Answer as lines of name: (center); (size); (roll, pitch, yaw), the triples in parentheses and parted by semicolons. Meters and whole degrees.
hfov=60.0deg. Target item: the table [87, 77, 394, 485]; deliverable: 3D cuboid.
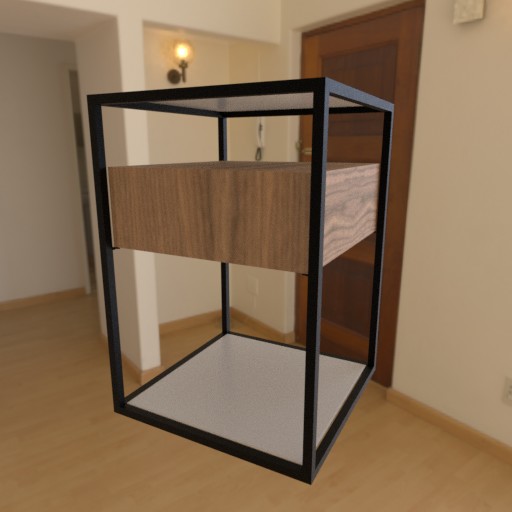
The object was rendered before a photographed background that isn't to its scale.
table: (0.000, 0.000, 0.808); (0.378, 0.540, 0.378); (7, 16, 27)
